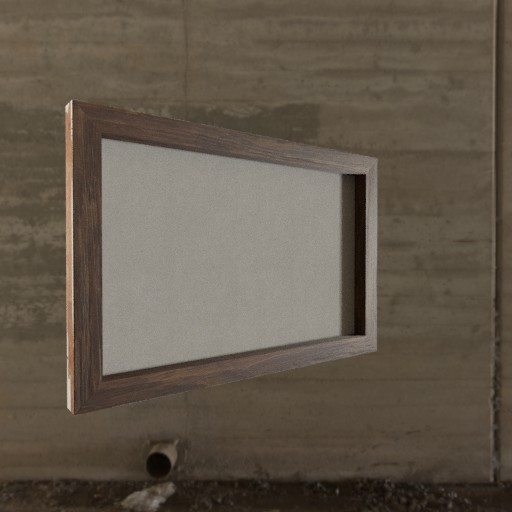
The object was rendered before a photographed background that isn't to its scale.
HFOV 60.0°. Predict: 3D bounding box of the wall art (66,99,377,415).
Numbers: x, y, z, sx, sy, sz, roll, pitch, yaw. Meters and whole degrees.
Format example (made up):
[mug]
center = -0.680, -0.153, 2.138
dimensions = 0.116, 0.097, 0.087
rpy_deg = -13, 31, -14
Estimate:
[wall art]
center = 0.000, 0.000, 0.763
dimensions = 0.609, 0.405, 0.035
rpy_deg = -1, 1, -37
